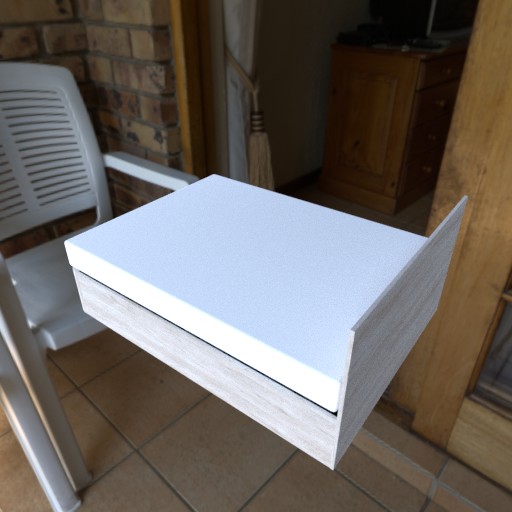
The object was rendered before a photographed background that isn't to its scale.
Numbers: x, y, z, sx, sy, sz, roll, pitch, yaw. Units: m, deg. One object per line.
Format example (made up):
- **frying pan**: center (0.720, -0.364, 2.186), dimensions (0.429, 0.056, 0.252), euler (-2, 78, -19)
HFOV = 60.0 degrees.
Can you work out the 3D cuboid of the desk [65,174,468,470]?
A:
- **desk**: center (0.000, 0.000, 2.686), dimensions (1.900, 0.800, 1.400), euler (22, 38, 31)
